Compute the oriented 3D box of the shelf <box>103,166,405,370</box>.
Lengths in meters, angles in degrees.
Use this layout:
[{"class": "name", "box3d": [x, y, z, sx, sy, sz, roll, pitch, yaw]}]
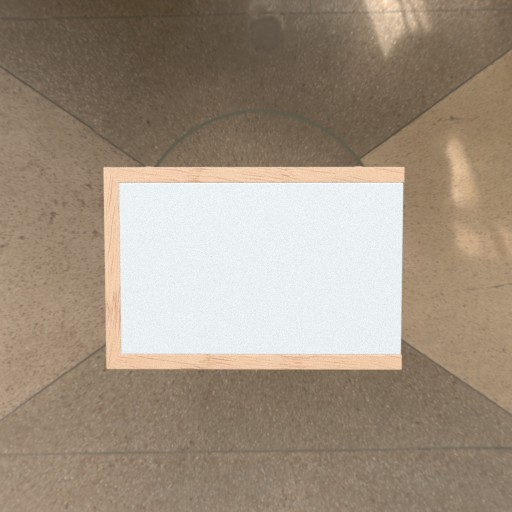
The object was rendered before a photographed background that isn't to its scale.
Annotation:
[{"class": "shelf", "box3d": [0.000, 0.000, 0.730, 0.290, 0.600, 0.200, 0, 92, 0]}]
